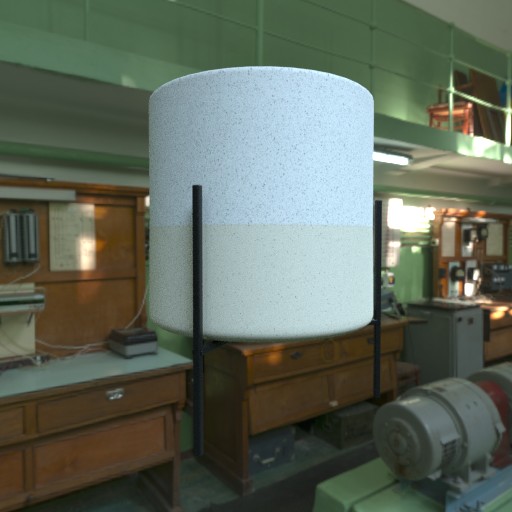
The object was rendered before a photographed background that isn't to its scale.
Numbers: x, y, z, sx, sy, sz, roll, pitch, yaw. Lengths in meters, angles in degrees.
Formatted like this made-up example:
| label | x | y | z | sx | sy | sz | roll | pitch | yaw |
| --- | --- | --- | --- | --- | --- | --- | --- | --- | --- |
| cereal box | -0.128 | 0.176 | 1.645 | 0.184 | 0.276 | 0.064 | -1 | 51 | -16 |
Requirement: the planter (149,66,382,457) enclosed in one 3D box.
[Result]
| label | x | y | z | sx | sy | sz | roll | pitch | yaw |
| --- | --- | --- | --- | --- | --- | --- | --- | --- | --- |
| planter | 0.000 | 0.000 | 0.645 | 0.313 | 0.423 | 0.335 | -2 | 3 | -37 |
